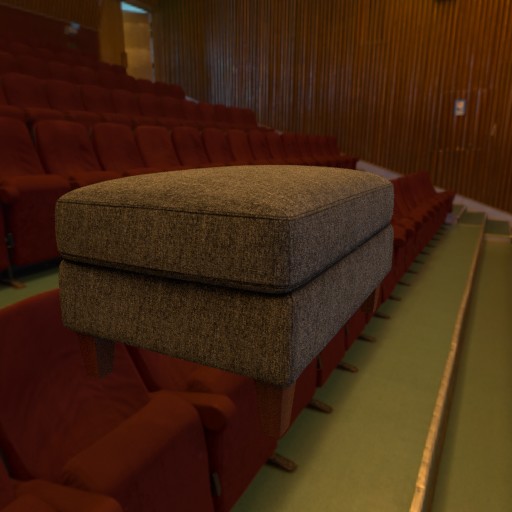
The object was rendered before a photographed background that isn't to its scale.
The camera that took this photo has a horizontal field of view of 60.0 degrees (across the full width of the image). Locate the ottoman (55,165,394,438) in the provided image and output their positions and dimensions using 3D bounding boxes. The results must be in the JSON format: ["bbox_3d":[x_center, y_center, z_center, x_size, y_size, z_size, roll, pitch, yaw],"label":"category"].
[{"bbox_3d":[0.000,0.000,1.221,0.584,0.483,0.864,7,16,27],"label":"ottoman"}]
